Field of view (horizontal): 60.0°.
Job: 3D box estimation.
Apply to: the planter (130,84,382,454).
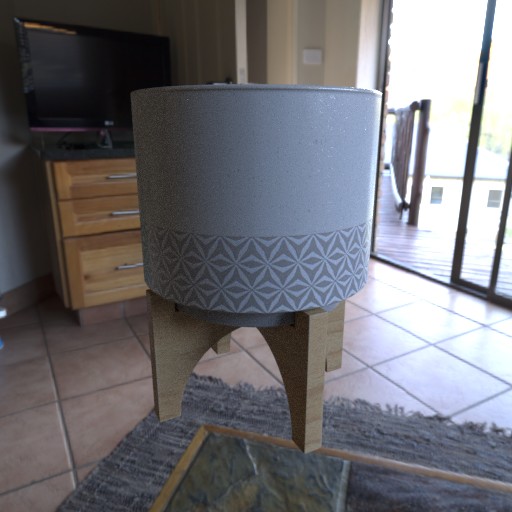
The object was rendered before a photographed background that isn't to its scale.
[{"bbox_3d":[0.000,0.000,0.501,0.249,0.343,0.249,0,16,0],"label":"planter"}]
